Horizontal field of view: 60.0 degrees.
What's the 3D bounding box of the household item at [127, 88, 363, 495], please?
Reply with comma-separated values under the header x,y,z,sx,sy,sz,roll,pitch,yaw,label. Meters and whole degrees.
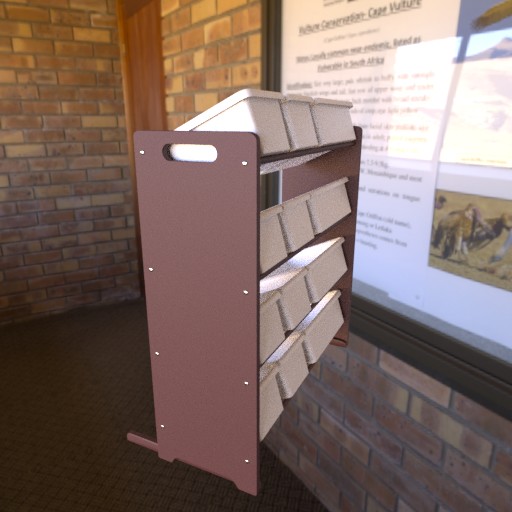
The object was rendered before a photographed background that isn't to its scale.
x,y,z,sx,sy,sz,roll,pitch,yaw,label
0.000,0.000,1.287,0.389,0.864,0.787,8,19,25,household item
